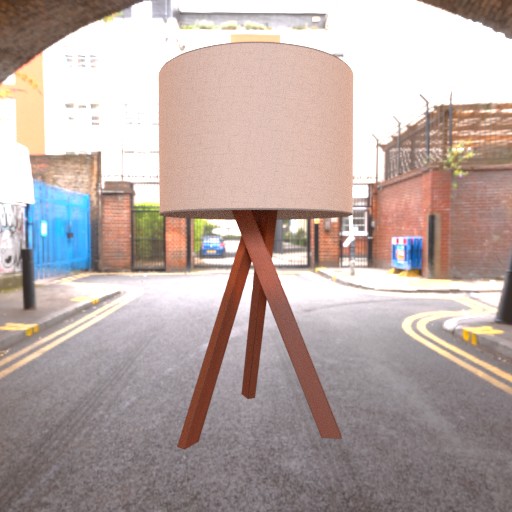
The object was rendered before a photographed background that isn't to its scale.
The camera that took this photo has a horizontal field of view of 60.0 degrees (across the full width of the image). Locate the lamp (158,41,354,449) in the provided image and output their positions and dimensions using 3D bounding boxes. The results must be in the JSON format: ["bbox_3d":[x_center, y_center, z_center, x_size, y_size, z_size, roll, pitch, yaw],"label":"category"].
[{"bbox_3d":[0.000,0.000,0.895,0.380,0.686,0.380,2,3,37],"label":"lamp"}]
